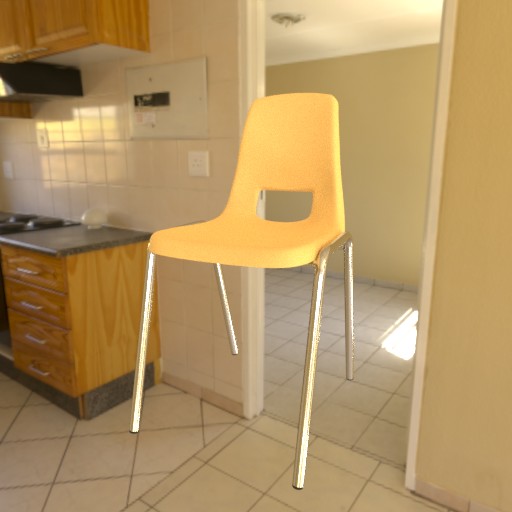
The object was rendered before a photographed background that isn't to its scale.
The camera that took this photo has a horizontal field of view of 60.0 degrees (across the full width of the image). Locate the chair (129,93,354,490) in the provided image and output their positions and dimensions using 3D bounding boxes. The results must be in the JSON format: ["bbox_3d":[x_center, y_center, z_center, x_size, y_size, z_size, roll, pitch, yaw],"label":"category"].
[{"bbox_3d":[0.000,0.000,0.947,0.381,0.704,0.436,6,14,25],"label":"chair"}]
